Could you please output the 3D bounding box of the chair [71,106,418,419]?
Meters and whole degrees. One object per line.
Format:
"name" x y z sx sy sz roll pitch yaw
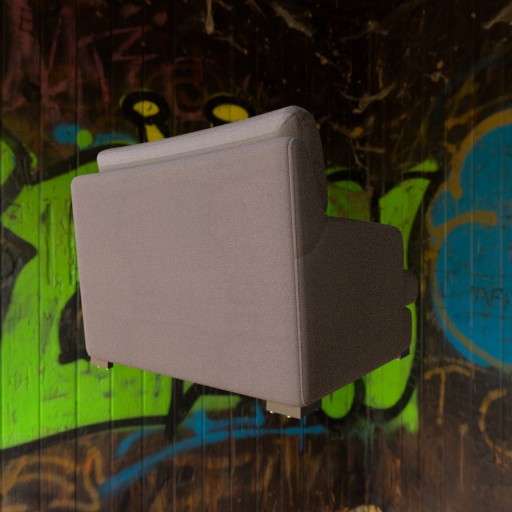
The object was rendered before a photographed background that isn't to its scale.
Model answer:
"chair" 0.000 0.000 1.961 1.168 0.940 1.143 0 0 37
